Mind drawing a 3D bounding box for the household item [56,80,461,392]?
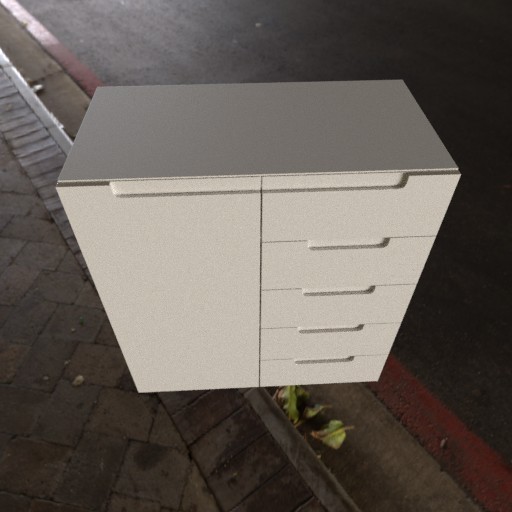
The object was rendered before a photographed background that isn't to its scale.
[{"bbox_3d":[0.000,0.000,1.329,0.800,0.870,0.420,-2,46,-2],"label":"household item"}]
